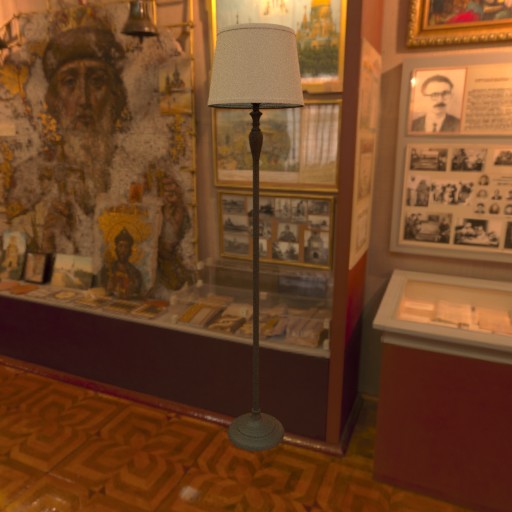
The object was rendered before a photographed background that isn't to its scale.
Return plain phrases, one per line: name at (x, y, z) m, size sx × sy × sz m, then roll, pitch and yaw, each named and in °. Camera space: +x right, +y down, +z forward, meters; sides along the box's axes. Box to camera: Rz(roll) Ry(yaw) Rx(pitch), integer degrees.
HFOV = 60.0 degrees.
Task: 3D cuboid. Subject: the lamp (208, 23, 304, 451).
lamp at (0.000, 0.000, 1.638) m, size 0.327 × 1.506 × 0.327 m, roll 7°, pitch 17°, yaw 25°
